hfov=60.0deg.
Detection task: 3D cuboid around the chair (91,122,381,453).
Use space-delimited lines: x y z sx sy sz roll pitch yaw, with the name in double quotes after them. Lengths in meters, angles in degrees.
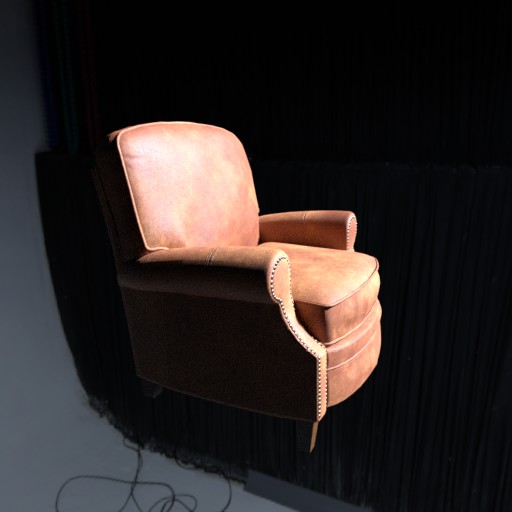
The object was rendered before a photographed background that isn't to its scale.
0.000 0.000 1.741 0.986 1.018 0.936 7 17 26 "chair"
